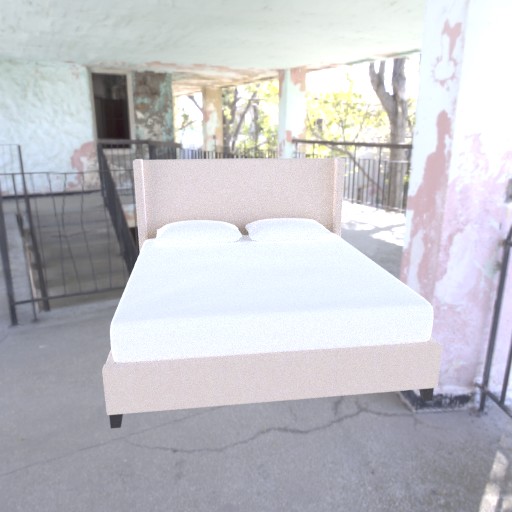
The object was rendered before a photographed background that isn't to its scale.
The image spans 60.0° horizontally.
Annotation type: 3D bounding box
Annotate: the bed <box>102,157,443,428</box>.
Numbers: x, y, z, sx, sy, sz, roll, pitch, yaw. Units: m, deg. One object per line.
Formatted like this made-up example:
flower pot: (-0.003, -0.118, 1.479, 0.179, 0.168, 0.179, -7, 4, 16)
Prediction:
bed: (0.000, 0.000, 3.729, 2.145, 1.471, 2.293, -2, 16, -8)
